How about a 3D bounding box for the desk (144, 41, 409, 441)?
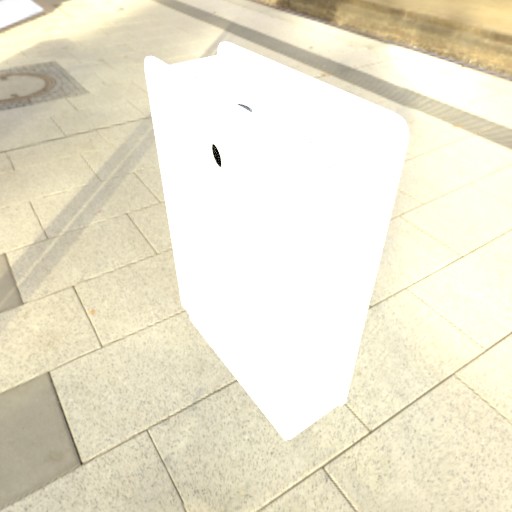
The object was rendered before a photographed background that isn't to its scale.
[{"bbox_3d":[0.000,0.000,1.533,0.278,1.190,0.795,-25,46,-26],"label":"desk"}]
